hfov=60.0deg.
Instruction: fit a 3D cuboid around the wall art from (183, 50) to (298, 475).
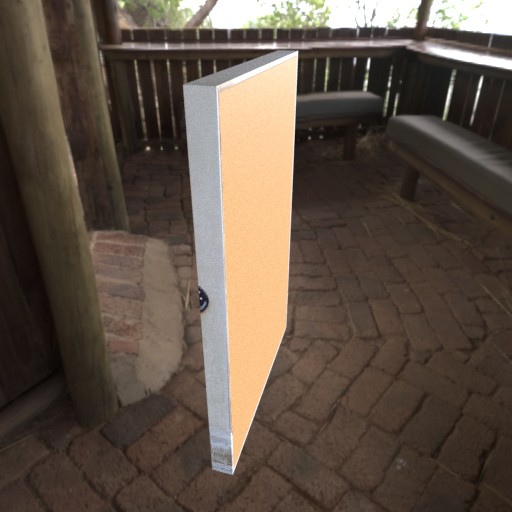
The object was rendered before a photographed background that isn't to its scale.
[{"bbox_3d":[0.000,0.000,0.757,0.036,0.607,0.403,8,30,14],"label":"wall art"}]
